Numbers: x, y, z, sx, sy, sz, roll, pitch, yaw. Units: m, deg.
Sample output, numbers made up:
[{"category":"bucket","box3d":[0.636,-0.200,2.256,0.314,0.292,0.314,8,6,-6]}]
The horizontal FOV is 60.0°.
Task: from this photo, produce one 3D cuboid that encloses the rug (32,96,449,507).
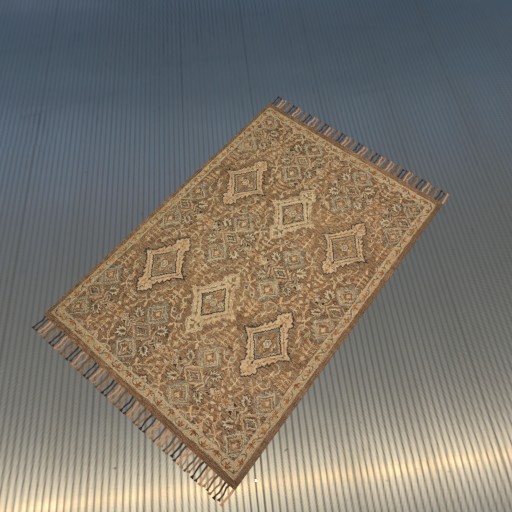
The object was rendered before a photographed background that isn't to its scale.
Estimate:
[{"category":"rug","box3d":[0.000,0.000,2.878,1.516,0.010,2.434,36,68,16]}]
